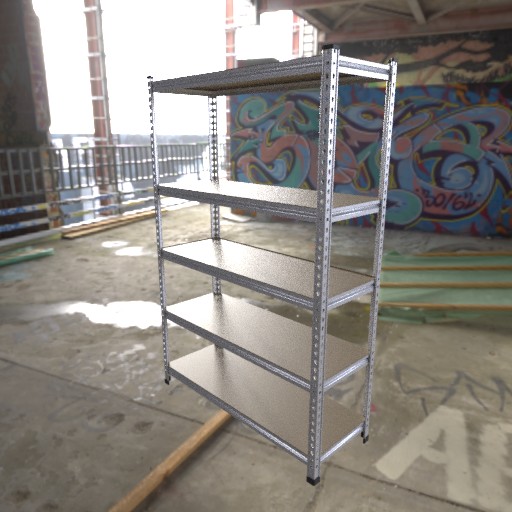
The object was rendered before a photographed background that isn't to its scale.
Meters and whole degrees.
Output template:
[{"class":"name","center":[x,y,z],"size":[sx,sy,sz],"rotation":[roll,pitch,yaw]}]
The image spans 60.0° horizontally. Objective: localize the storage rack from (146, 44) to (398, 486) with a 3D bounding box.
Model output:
[{"class":"storage rack","center":[0.000,0.000,2.328],"size":[0.457,1.829,1.219],"rotation":[-14,21,-42]}]
